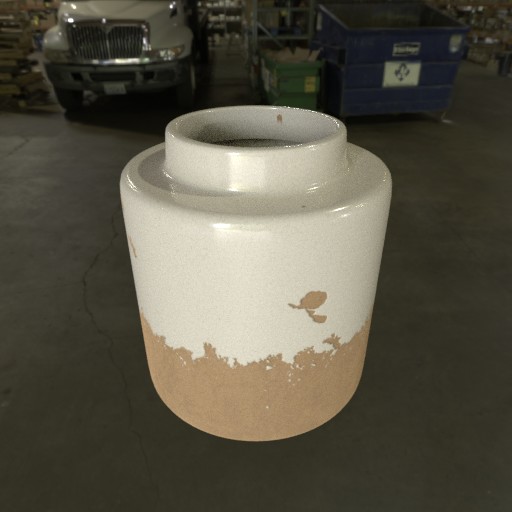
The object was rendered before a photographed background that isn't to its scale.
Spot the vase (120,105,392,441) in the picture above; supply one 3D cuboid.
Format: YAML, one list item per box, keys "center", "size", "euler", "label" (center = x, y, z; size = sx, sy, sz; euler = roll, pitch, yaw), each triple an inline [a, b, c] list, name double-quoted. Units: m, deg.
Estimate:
- center: [0.000, 0.000, 0.284]
  size: [0.153, 0.167, 0.153]
  euler: [0, 30, 0]
  label: "vase"
